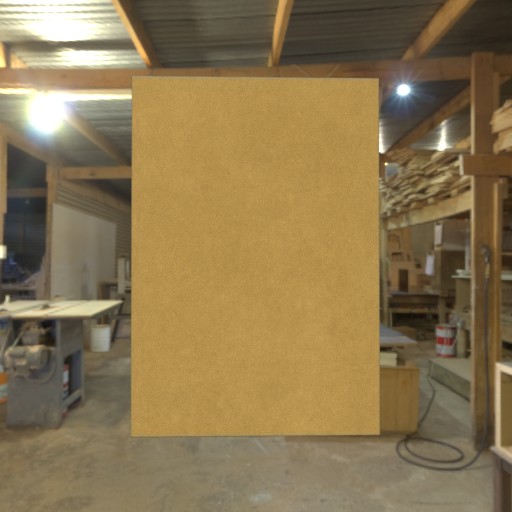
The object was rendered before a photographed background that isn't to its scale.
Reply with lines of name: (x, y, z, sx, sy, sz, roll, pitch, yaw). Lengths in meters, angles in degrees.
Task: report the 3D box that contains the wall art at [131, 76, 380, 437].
wall art: (0.000, 0.000, 0.570, 0.314, 0.455, 0.019, 0, -1, -1)
